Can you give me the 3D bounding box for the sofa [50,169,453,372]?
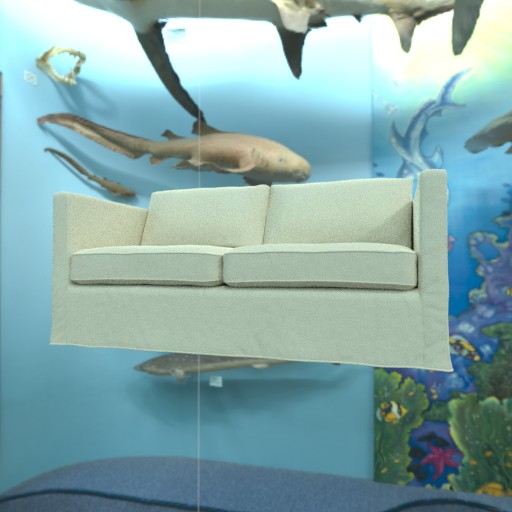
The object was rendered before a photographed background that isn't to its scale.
[{"bbox_3d":[0.000,0.000,2.251,1.746,0.834,0.962,0,-1,18],"label":"sofa"}]
